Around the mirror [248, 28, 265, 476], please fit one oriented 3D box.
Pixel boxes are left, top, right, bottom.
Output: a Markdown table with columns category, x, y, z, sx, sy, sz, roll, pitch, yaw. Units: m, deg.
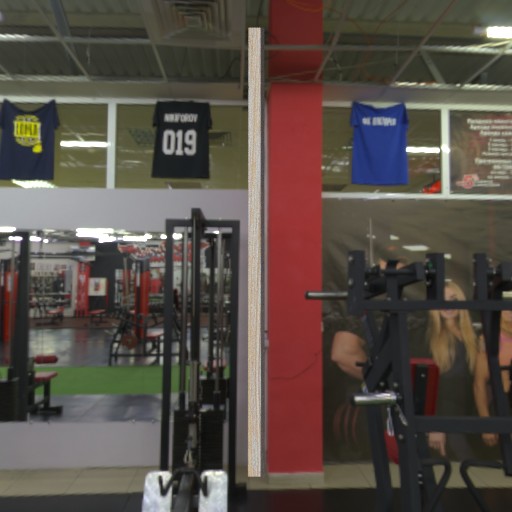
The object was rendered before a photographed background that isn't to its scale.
| category | x | y | z | sx | sy | sz | roll | pitch | yaw |
| --- | --- | --- | --- | --- | --- | --- | --- | --- | --- |
| mirror | 0.000 | 0.000 | 1.234 | 0.032 | 0.882 | 0.730 | 0 | -3 | 0 |
